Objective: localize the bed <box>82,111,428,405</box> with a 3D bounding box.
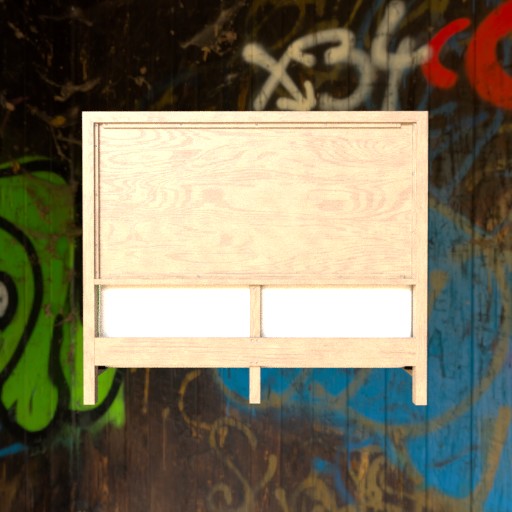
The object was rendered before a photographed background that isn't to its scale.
[{"bbox_3d":[0.000,0.000,3.162,1.606,1.369,2.189,0,1,0],"label":"bed"}]
